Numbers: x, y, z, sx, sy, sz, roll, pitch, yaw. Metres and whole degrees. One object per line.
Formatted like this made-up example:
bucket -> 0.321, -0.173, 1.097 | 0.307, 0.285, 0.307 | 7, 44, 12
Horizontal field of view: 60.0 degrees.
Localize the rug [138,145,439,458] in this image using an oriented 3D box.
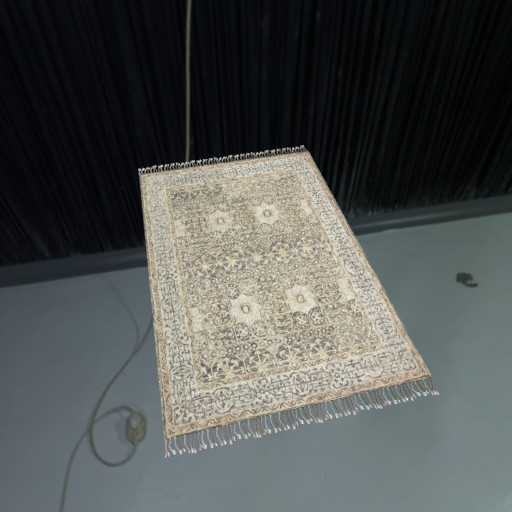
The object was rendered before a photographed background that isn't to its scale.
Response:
rug -> 0.000, 0.000, 2.567 | 1.237, 0.010, 2.029 | -10, 48, -9
